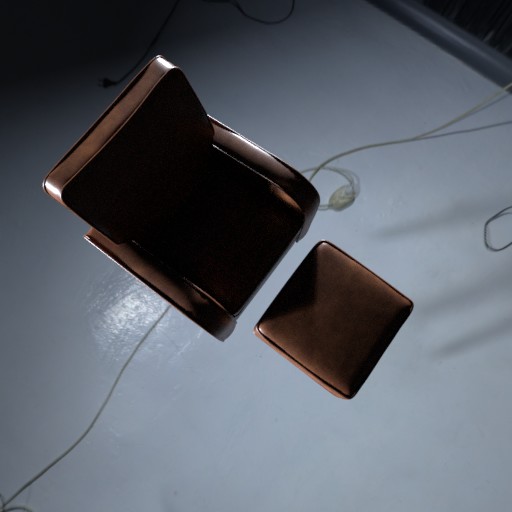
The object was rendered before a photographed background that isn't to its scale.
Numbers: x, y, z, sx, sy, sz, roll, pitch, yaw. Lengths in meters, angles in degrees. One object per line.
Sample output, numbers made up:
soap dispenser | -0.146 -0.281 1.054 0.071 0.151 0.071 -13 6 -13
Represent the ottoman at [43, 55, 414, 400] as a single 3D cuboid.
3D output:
ottoman | 0.000 0.000 1.832 1.314 0.904 0.732 36 80 8
